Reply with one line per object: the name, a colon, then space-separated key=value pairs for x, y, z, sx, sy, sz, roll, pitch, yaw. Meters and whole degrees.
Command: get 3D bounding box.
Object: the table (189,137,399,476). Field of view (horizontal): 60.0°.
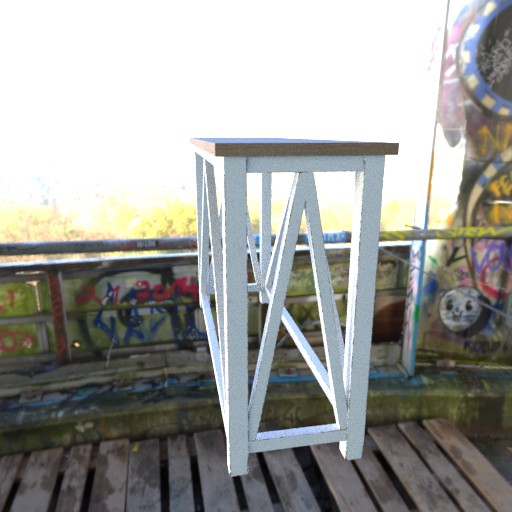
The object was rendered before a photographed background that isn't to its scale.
table: x=0.000 y=0.000 z=1.824 sx=0.450 sy=0.930 sz=1.400 roll=-3 pitch=16 yaw=-10
